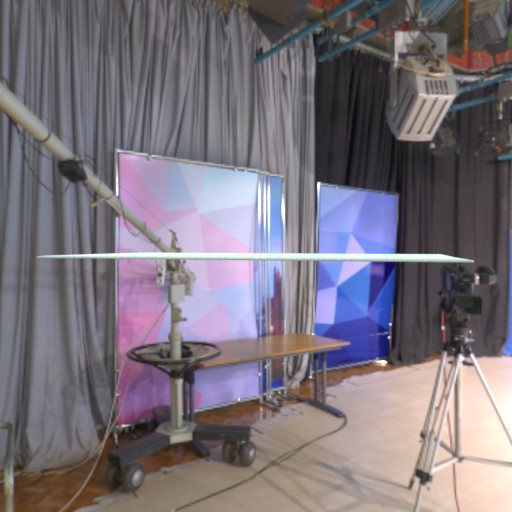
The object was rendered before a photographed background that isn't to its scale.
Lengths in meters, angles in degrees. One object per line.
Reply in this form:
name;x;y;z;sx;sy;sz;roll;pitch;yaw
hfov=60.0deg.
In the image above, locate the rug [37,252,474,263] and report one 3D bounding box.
rug;0.000;0.000;1.467;1.219;0.007;0.604;0;2;17
